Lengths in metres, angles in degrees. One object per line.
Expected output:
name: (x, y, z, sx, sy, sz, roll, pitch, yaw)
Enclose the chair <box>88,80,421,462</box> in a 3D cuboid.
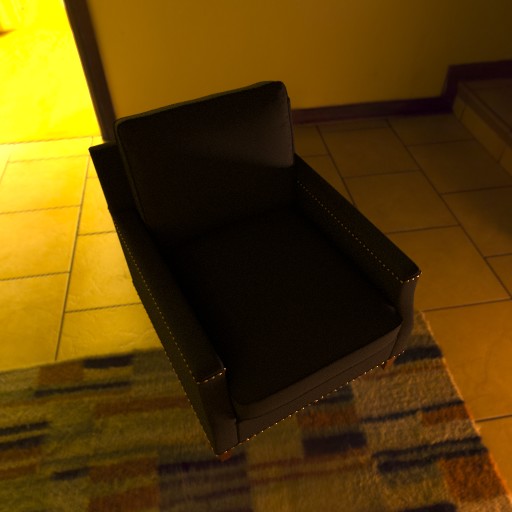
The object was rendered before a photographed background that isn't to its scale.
chair: (0.000, 0.000, 1.691, 0.853, 0.943, 1.014, -22, 51, -20)
